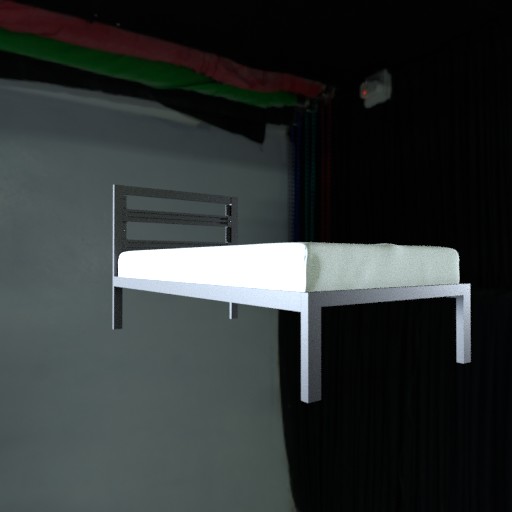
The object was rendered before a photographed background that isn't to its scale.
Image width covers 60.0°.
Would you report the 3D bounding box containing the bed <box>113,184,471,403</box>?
[{"bbox_3d":[0.000,0.000,2.495,0.991,0.967,1.930,1,-1,-36],"label":"bed"}]
